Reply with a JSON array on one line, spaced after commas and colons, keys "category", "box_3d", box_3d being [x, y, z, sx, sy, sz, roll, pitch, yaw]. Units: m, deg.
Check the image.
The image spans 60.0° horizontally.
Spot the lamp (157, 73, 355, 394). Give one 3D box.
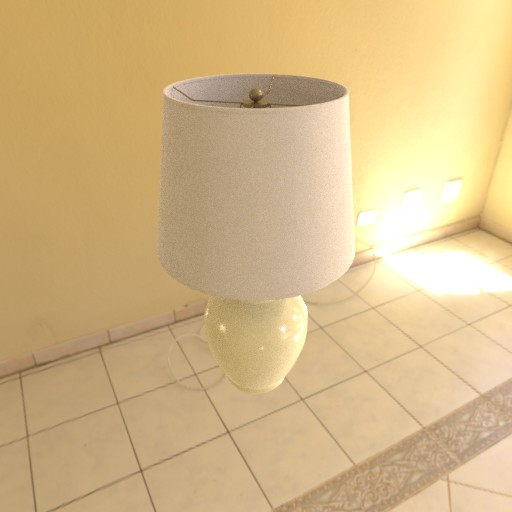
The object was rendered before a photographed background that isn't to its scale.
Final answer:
[{"category": "lamp", "box_3d": [0.000, 0.000, 0.555, 0.239, 0.399, 0.239, 0, 31, 0]}]
